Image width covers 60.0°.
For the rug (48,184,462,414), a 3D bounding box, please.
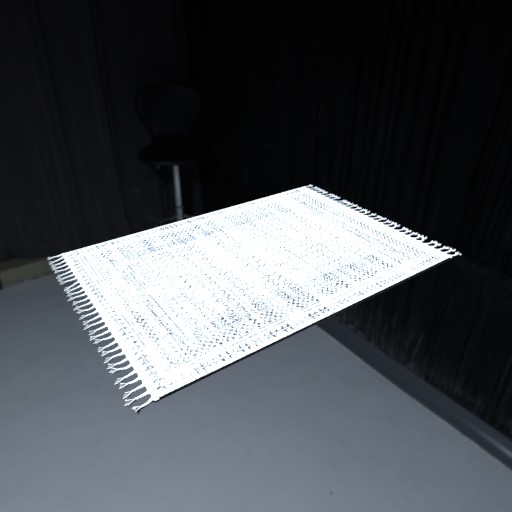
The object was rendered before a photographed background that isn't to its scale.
[{"bbox_3d":[0.000,0.000,2.361,1.872,0.013,1.243,-19,36,-30],"label":"rug"}]
